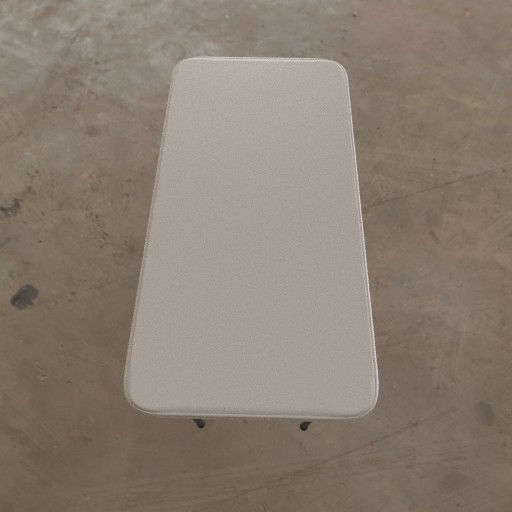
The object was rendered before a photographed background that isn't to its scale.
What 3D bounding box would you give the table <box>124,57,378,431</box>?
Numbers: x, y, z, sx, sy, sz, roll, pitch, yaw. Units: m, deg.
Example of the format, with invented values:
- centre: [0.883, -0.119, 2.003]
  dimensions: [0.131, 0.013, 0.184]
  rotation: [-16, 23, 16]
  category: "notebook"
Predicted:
- centre: [0.000, 0.000, 1.621]
  dimensions: [0.610, 0.729, 1.219]
  rotation: [1, 62, 1]
  category: "table"
